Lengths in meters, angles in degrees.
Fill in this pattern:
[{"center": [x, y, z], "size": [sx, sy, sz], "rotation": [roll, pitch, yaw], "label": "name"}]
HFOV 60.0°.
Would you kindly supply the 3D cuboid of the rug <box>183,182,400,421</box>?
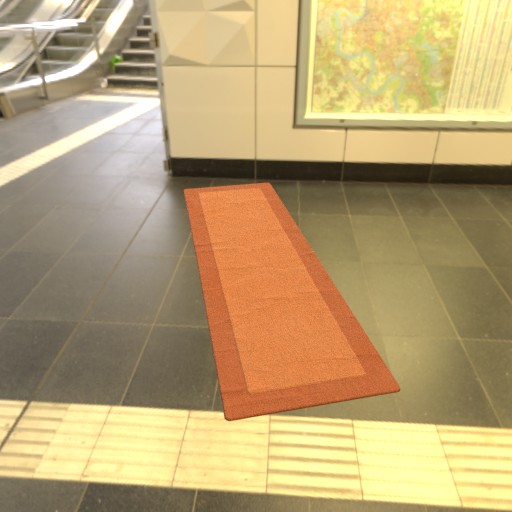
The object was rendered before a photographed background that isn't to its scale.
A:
[{"center": [0.000, 0.000, 2.832], "size": [0.914, 0.013, 2.471], "rotation": [-8, 32, -13], "label": "rug"}]
